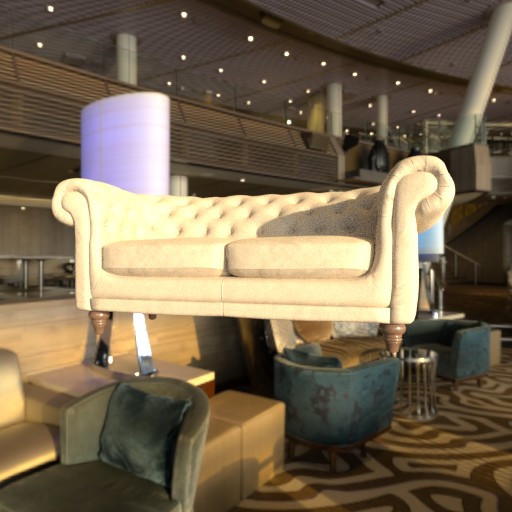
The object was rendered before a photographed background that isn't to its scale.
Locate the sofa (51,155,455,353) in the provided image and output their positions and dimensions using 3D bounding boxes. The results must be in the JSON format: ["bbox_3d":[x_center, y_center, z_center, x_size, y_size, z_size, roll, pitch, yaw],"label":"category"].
[{"bbox_3d":[0.000,0.000,2.528,1.988,0.835,1.069,0,0,18],"label":"sofa"}]
